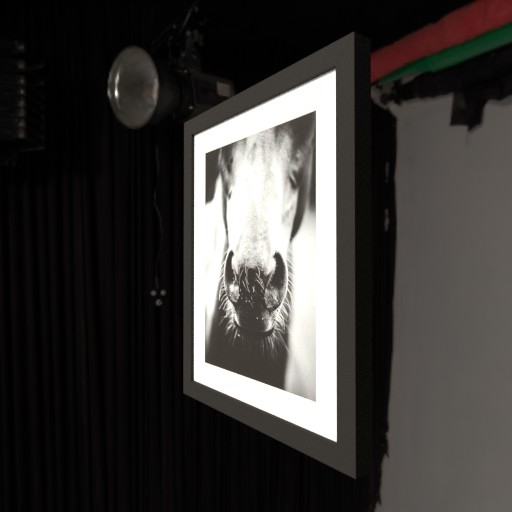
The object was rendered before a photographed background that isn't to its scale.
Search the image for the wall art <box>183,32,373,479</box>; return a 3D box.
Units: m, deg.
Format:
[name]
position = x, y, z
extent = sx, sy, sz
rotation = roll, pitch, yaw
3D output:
[wall art]
position = 0.000, 0.000, 0.538
extent = 0.024, 0.404, 0.329
rotation = 1, -1, -37
